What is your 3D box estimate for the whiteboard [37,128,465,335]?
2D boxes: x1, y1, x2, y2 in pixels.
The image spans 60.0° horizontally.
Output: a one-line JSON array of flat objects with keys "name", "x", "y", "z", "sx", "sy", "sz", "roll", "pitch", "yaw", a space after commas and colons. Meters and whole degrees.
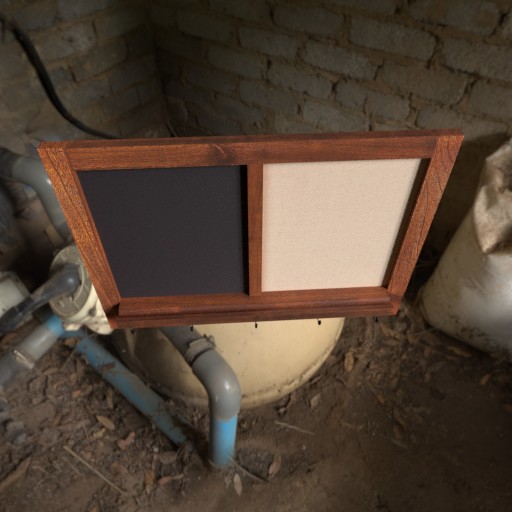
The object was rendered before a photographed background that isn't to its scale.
[{"name": "whiteboard", "x": 0.000, "y": 0.000, "z": 0.982, "sx": 0.768, "sy": 0.553, "sz": 0.083, "roll": -3, "pitch": 46, "yaw": -2}]
